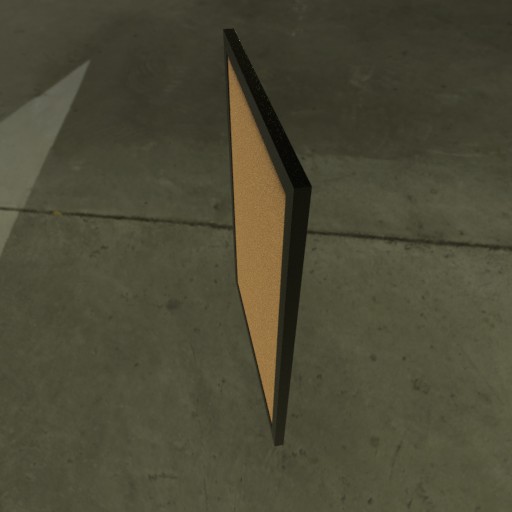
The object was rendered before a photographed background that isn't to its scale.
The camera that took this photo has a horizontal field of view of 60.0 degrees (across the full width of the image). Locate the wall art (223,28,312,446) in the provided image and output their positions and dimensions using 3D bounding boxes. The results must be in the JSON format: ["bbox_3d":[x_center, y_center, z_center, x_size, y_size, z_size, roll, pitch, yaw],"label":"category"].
[{"bbox_3d":[0.000,0.000,0.552,0.013,0.432,0.304,-9,46,-8],"label":"wall art"}]
